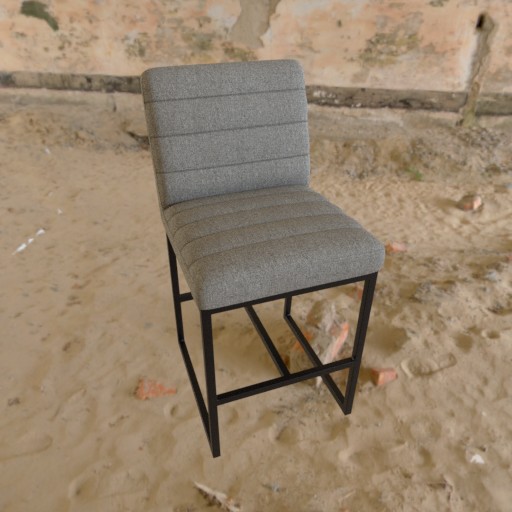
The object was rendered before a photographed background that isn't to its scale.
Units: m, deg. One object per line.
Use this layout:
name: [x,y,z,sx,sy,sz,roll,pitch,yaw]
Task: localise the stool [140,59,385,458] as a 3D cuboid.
stool: [0.000,0.000,1.247,0.460,0.940,0.560,-11,34,-17]
